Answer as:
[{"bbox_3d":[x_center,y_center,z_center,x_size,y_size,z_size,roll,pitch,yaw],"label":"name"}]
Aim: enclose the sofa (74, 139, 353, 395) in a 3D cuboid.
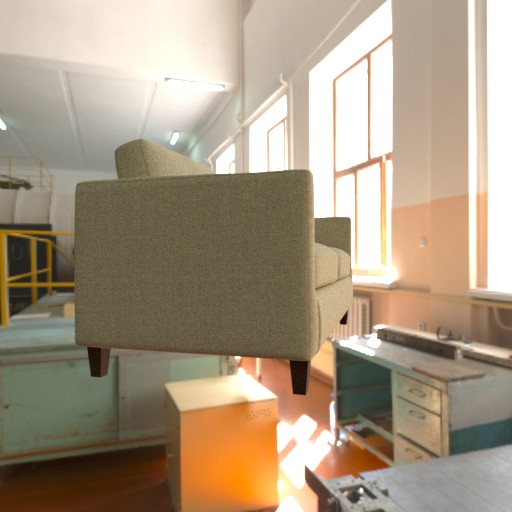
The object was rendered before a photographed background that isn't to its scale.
[{"bbox_3d":[0.000,0.000,2.456,0.950,0.963,1.884,0,0,16],"label":"sofa"}]
